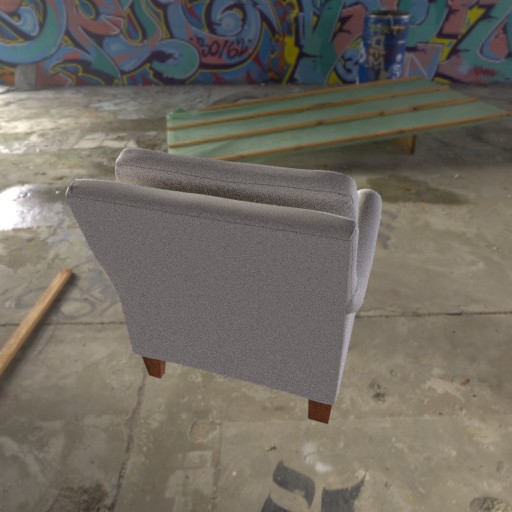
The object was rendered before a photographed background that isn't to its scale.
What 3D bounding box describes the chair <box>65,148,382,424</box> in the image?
[{"bbox_3d":[0.000,0.000,1.880,0.955,1.038,1.070,10,34,15],"label":"chair"}]
